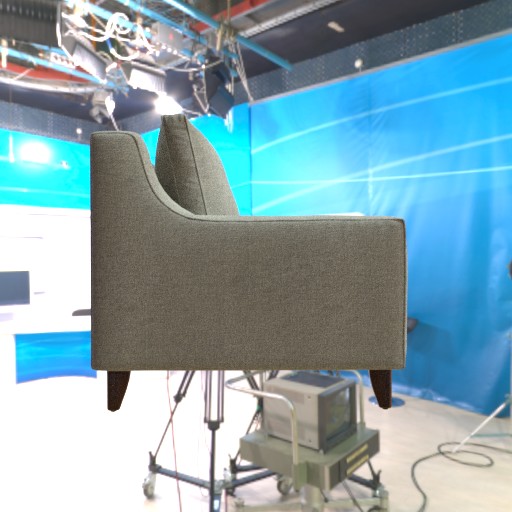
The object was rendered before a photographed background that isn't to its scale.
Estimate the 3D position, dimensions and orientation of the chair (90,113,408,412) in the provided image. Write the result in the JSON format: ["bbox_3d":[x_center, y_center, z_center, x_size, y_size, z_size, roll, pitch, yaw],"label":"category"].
[{"bbox_3d":[0.000,0.000,1.617,0.918,0.864,0.838,0,1,0],"label":"chair"}]
